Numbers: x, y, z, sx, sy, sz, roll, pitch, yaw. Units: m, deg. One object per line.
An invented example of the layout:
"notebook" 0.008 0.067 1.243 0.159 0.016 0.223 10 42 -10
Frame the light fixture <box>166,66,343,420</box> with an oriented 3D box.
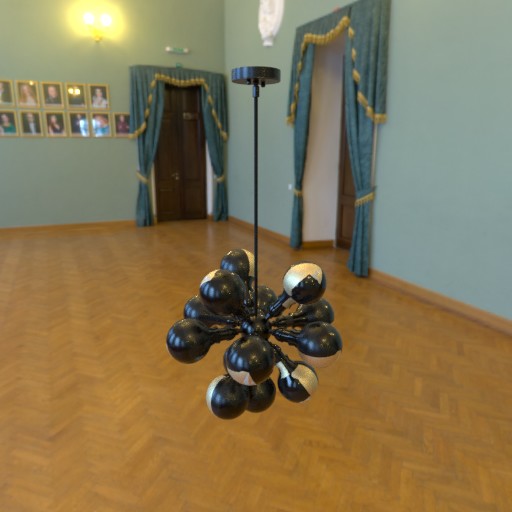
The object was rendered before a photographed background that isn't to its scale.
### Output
"light fixture" 0.000 0.000 1.099 0.468 0.859 0.420 -7 15 -25
